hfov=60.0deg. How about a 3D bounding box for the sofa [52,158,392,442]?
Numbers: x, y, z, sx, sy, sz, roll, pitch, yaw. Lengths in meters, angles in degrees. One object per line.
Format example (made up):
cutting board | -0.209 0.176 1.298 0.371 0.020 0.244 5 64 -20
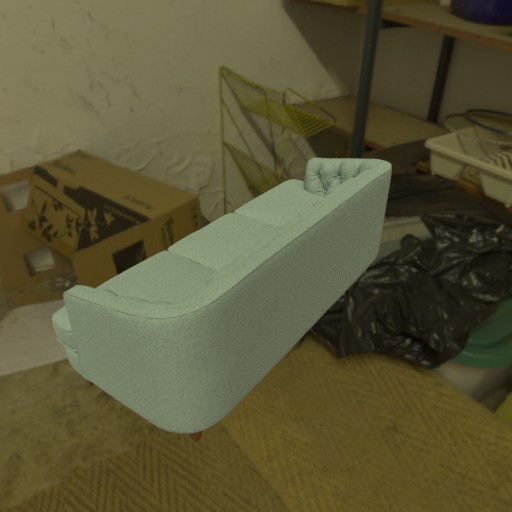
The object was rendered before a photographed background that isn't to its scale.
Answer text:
sofa | 0.000 0.000 2.765 0.941 0.855 2.278 21 37 30
